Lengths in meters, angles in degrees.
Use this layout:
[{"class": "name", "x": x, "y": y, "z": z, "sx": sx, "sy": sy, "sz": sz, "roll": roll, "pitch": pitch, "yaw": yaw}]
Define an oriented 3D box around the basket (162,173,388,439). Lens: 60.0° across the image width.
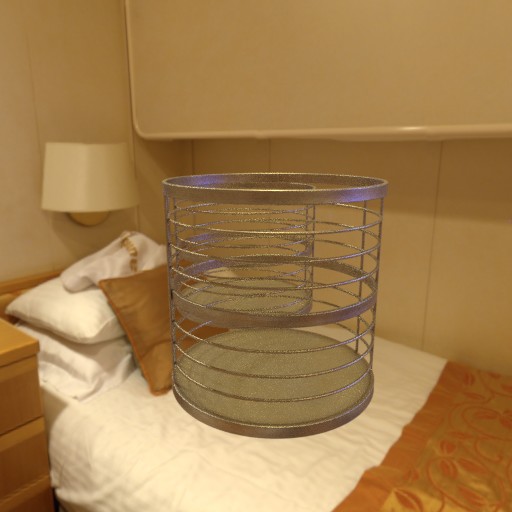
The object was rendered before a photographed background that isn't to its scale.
[{"class": "basket", "x": 0.000, "y": 0.000, "z": 0.945, "sx": 0.356, "sy": 0.351, "sz": 0.746, "roll": -2, "pitch": 14, "yaw": -8}]
